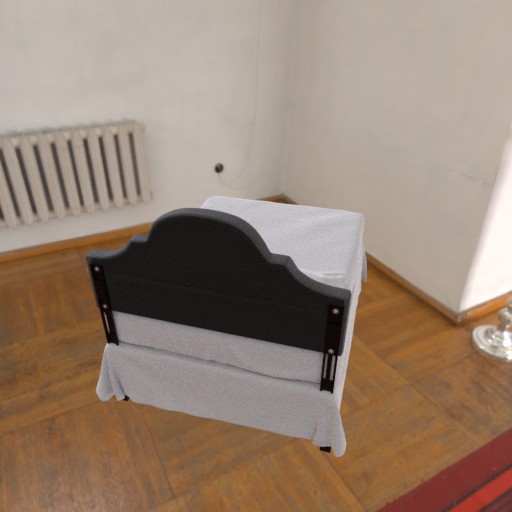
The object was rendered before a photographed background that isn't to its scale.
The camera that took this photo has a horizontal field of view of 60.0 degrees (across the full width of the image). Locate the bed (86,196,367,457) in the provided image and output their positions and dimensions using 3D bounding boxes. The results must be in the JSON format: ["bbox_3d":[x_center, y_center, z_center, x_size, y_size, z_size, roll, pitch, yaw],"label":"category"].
[{"bbox_3d":[0.000,0.000,3.492,1.780,1.634,2.222,9,32,14],"label":"bed"}]
